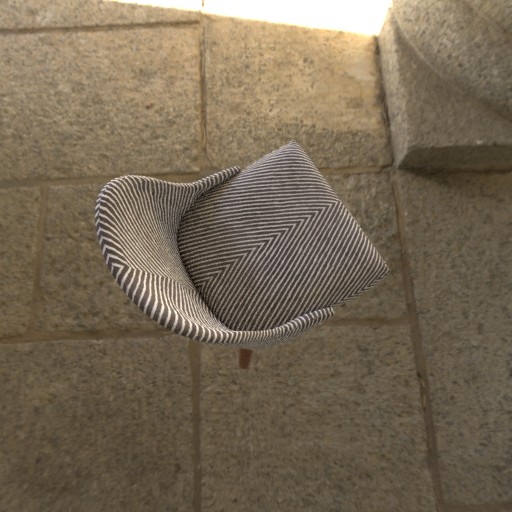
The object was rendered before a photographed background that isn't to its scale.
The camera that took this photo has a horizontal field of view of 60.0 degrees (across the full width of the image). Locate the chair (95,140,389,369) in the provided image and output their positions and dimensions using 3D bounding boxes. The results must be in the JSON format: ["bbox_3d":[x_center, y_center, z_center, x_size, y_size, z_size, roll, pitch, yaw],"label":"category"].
[{"bbox_3d":[0.000,0.000,1.232,0.591,0.883,0.504,-31,76,-8],"label":"chair"}]
